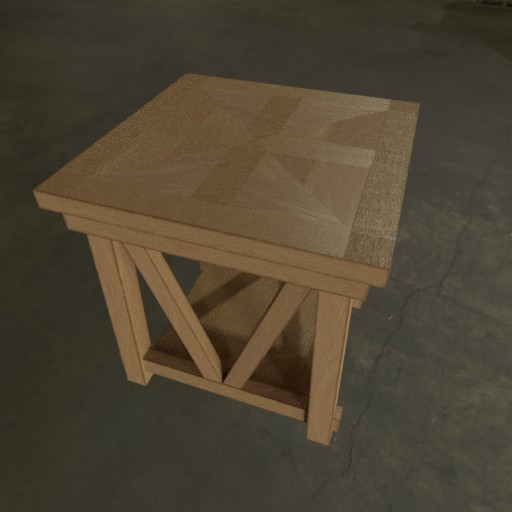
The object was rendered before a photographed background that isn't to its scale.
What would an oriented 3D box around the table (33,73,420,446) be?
[{"bbox_3d":[0.000,0.000,1.122,0.612,0.638,0.610,13,43,14],"label":"table"}]
